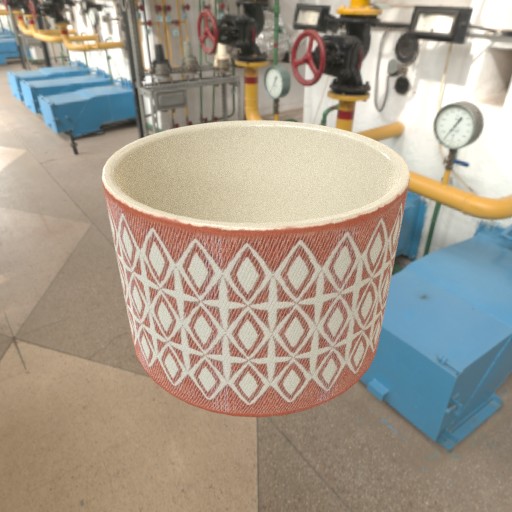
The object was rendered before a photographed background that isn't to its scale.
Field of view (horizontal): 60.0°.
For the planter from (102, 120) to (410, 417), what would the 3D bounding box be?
[{"bbox_3d":[0.000,0.000,0.325,0.192,0.148,0.192,0,31,0],"label":"planter"}]
